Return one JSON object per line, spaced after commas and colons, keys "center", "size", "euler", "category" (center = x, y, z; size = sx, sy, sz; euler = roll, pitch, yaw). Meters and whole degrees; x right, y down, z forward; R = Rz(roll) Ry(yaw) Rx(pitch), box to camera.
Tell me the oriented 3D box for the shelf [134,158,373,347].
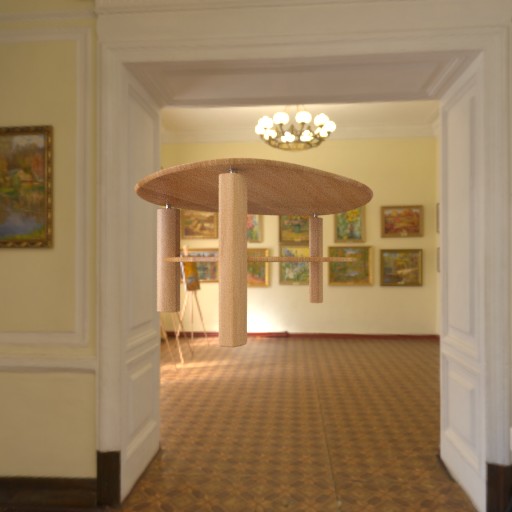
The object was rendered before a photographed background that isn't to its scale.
{"center": [0.000, 0.000, 1.652], "size": [0.845, 0.440, 1.246], "euler": [0, -1, 18], "category": "shelf"}
